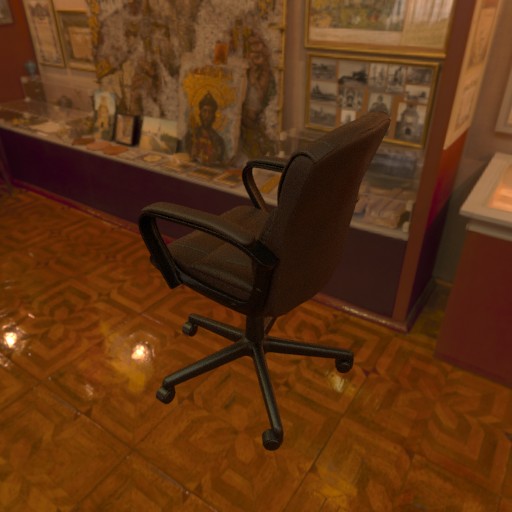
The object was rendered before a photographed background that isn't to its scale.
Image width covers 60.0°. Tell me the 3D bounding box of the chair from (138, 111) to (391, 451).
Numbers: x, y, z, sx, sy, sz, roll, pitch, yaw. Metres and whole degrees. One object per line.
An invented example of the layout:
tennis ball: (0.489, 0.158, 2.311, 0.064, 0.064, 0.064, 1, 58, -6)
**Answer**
chair: (0.000, 0.000, 1.504, 0.717, 1.004, 0.739, 21, 37, 31)
